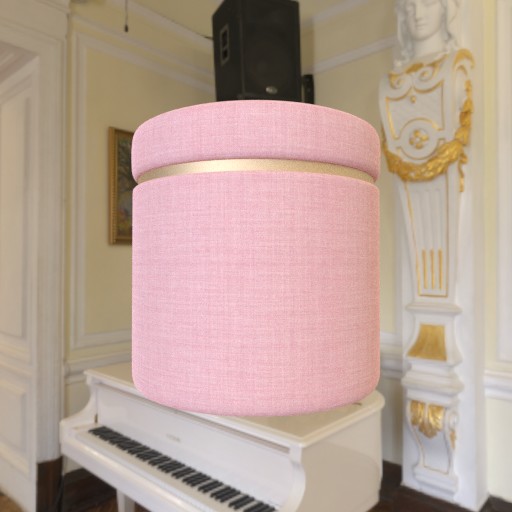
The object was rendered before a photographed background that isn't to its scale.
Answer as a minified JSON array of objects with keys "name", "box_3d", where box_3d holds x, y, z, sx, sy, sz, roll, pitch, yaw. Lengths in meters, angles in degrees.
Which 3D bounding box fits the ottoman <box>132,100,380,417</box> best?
[{"name":"ottoman","box_3d":[0.000,0.000,0.738,0.400,0.406,0.400,0,-1,0]}]
